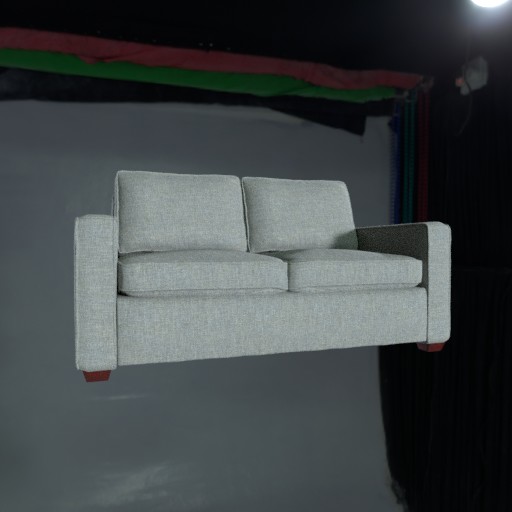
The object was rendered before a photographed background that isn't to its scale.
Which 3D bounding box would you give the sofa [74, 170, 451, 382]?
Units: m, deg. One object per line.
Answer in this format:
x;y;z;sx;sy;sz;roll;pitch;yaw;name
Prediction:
0.000;0.000;2.291;1.706;0.915;0.945;0;1;-18;sofa
